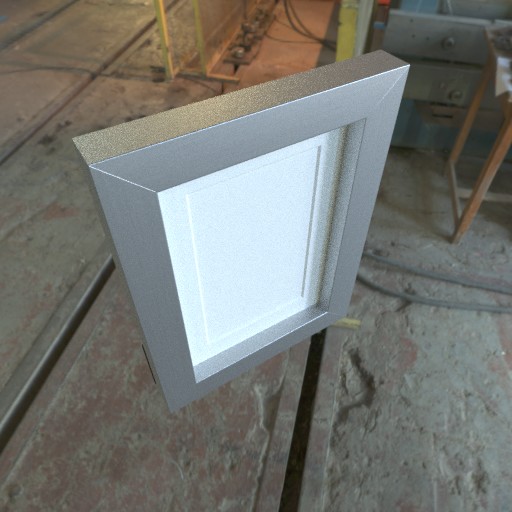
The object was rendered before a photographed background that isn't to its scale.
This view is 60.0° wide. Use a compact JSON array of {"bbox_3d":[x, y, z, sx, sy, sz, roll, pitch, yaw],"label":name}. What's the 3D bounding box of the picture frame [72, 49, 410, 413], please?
[{"bbox_3d":[0.000,0.000,0.269,0.157,0.208,0.028,-24,51,-21],"label":"picture frame"}]
